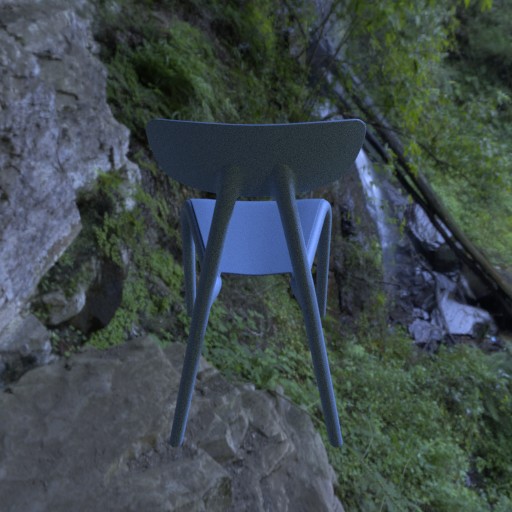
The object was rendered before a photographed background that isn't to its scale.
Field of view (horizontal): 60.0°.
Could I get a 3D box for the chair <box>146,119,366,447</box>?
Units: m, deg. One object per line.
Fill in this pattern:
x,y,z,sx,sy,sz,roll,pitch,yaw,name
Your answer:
0.000,0.000,0.834,0.356,0.580,0.401,0,31,0,chair
